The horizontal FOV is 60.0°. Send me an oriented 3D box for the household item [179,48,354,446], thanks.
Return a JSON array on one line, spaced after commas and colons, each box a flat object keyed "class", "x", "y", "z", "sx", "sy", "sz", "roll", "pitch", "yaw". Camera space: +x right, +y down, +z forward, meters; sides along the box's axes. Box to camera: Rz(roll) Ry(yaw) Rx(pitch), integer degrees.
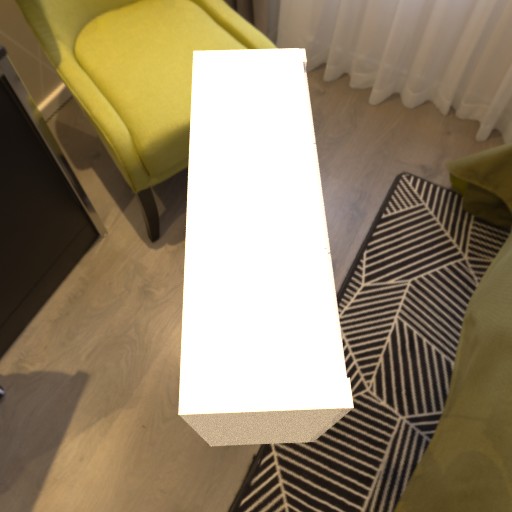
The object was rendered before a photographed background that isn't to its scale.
[{"class": "household item", "x": 0.000, "y": 0.000, "z": 1.748, "sx": 0.420, "sy": 0.867, "sz": 1.300, "roll": -2, "pitch": 62, "yaw": -1}]
